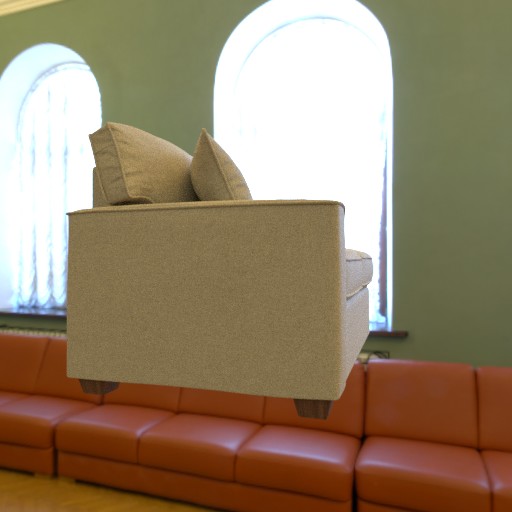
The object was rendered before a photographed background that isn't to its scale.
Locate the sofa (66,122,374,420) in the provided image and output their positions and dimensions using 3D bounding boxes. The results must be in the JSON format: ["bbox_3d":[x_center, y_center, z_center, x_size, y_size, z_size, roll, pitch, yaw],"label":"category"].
[{"bbox_3d":[0.000,0.000,2.065,0.991,0.989,1.388,0,-1,18],"label":"sofa"}]
